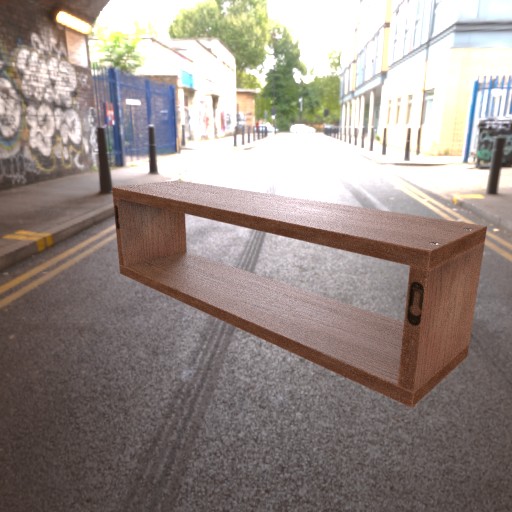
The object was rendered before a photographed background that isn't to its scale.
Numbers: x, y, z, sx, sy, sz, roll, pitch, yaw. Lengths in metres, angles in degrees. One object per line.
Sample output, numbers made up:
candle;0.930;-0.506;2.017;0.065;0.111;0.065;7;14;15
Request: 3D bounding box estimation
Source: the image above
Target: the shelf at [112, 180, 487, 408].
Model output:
shelf;0.000;0.000;0.694;0.150;0.170;0.610;-16;23;-43
